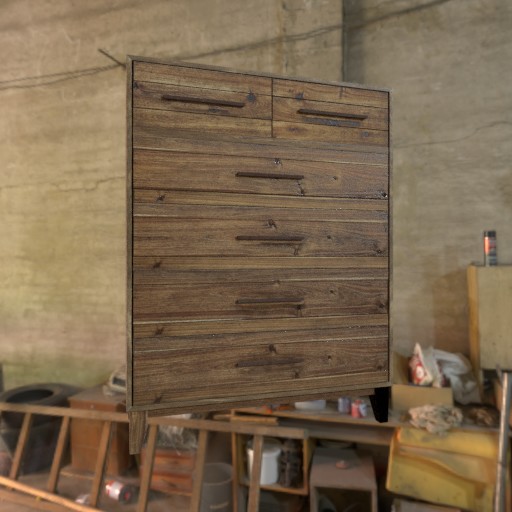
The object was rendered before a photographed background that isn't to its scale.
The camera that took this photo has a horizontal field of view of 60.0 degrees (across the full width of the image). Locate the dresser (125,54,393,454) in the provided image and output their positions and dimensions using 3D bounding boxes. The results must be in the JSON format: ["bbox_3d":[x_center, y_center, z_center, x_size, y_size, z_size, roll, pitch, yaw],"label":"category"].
[{"bbox_3d":[0.000,0.000,1.886,1.062,1.393,0.442,0,0,-17],"label":"dresser"}]
